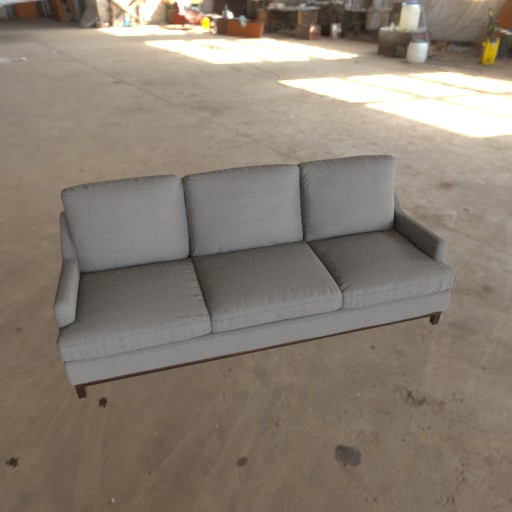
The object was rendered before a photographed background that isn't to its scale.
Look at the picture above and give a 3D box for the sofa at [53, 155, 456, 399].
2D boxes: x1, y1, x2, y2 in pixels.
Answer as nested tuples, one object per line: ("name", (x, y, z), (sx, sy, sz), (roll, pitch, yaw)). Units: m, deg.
("sofa", (0.000, 0.000, 2.819), (2.344, 0.926, 0.987), (-9, 33, -13))
